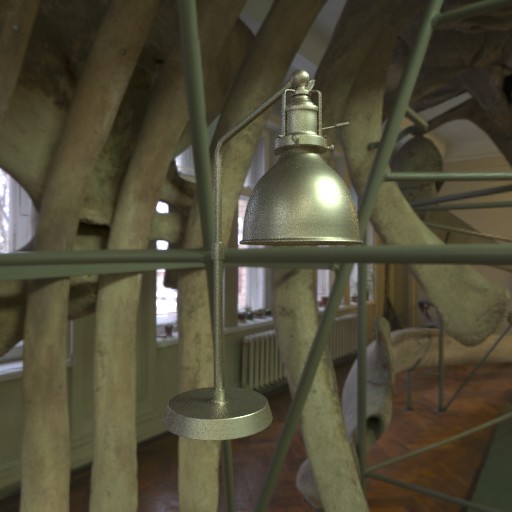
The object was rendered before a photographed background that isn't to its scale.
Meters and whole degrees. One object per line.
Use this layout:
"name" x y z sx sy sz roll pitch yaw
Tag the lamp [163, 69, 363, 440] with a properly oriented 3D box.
"lamp" 0.000 0.000 0.584 0.286 0.456 0.153 0 0 37
